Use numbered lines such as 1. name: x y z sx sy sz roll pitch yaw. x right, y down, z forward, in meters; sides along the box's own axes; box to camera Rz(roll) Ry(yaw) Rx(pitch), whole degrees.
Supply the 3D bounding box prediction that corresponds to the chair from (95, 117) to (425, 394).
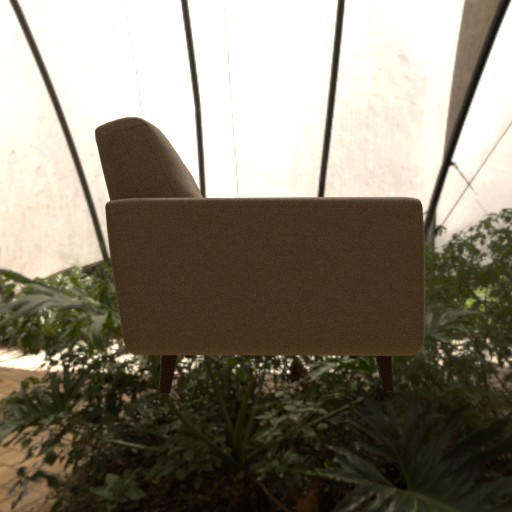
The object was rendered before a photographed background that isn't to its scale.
1. chair: 0.000 0.000 1.839 1.128 0.965 0.897 0 -1 -1
